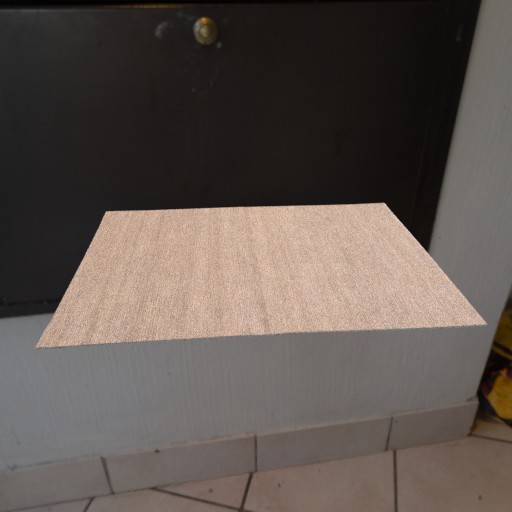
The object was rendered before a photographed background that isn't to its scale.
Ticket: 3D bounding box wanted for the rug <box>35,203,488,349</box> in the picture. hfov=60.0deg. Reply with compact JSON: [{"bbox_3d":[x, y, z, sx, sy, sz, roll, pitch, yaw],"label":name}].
[{"bbox_3d":[0.000,0.000,2.887,2.264,0.030,1.624,-2,29,-4],"label":"rug"}]
